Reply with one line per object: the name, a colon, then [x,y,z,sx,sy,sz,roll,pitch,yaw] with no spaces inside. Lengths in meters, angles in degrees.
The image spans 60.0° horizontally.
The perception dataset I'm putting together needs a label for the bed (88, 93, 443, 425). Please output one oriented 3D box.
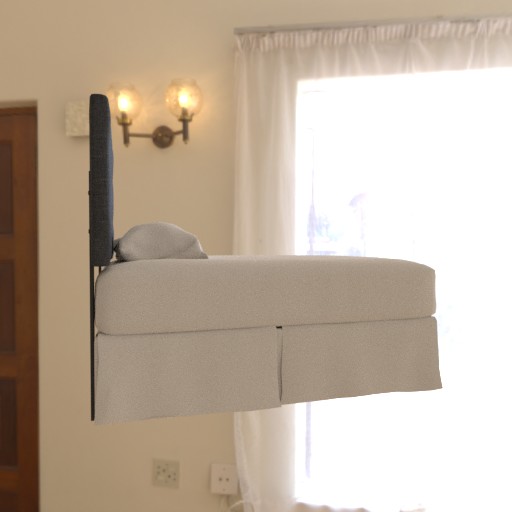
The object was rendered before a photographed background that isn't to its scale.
bed: [0.000,0.000,2.907,1.997,1.571,1.261,0,1,-17]
